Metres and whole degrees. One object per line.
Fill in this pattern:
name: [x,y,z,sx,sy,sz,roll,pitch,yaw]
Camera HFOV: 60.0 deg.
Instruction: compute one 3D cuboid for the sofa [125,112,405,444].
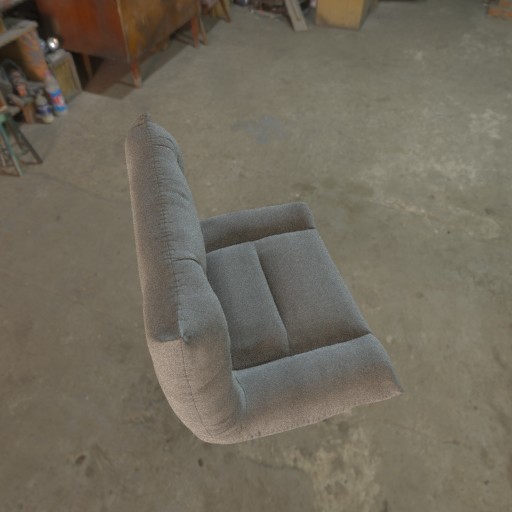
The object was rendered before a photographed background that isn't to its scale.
sofa: [0.000,0.000,1.704,0.847,0.795,1.144,-11,47,-10]
